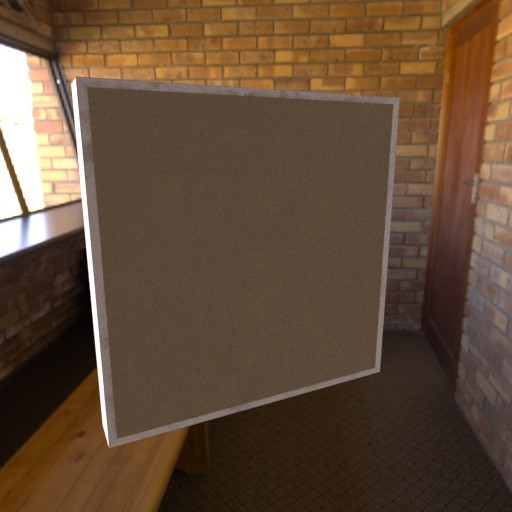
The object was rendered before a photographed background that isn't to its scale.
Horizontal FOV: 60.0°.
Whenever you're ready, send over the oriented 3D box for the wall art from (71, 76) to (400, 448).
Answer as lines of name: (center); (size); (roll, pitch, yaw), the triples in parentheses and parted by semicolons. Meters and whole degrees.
wall art: (0.000, 0.000, 0.433); (0.305, 0.303, 0.038); (-7, 15, -26)
